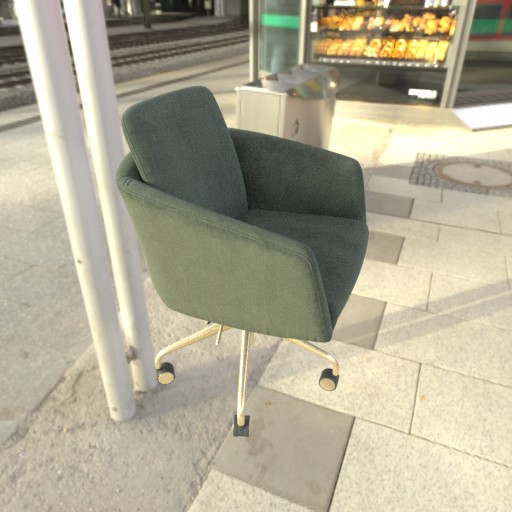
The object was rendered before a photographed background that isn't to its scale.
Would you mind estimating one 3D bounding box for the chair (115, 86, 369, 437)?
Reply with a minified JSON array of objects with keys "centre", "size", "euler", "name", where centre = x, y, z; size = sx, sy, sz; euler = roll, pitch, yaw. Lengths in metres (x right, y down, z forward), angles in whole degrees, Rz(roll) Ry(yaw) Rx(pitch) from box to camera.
[{"centre":[0.000,0.000,1.356],"size":[0.635,0.908,0.641],"euler":[11,32,18],"name":"chair"}]
